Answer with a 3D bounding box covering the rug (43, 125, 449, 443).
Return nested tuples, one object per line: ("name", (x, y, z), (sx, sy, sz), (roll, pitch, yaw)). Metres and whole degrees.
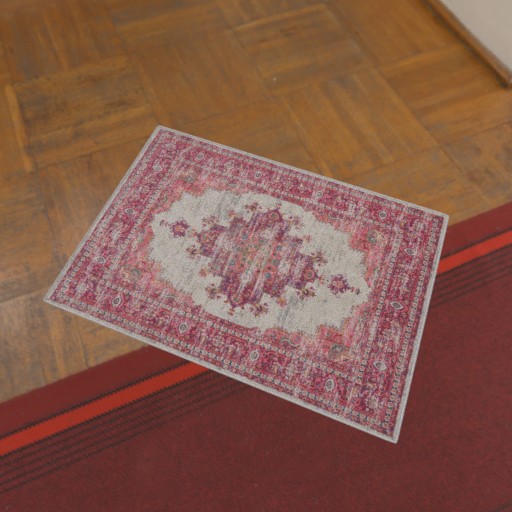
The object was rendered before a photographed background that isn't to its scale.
("rug", (0.000, 0.000, 2.887), (2.232, 0.011, 1.555), (19, 64, 10))
